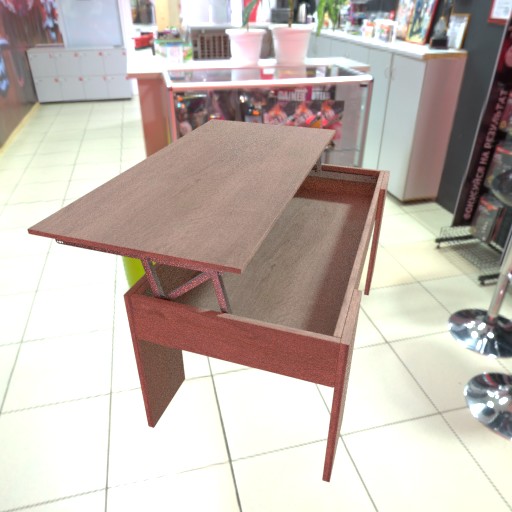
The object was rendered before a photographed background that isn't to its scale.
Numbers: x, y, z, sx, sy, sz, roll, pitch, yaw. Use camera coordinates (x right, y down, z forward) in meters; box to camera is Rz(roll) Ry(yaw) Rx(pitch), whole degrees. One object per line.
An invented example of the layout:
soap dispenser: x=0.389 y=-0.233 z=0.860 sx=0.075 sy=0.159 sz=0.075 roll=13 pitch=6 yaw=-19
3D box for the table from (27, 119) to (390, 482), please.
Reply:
table: x=0.000 y=0.000 z=1.416 sx=0.711 sy=0.570 sz=1.000 roll=10 pitch=33 yaw=16
